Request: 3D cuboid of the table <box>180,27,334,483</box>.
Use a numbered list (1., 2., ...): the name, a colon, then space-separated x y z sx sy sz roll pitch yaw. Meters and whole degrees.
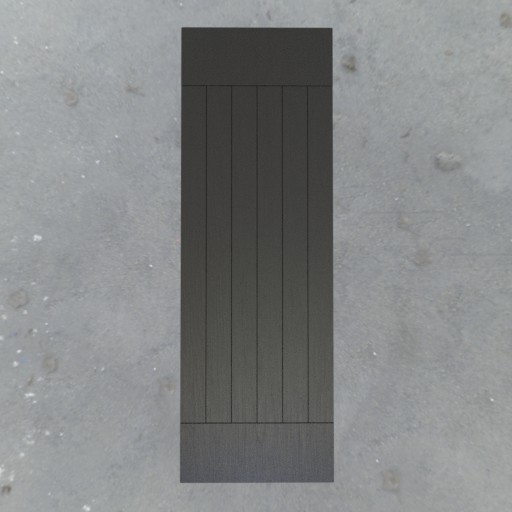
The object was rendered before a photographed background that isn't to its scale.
1. table: 0.000 0.000 1.418 0.373 0.768 1.062 0 89 0
